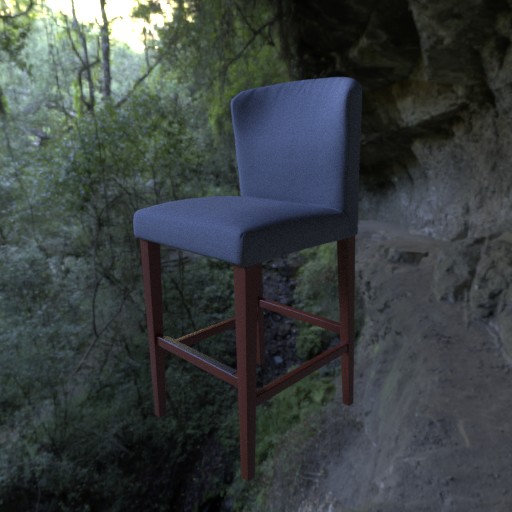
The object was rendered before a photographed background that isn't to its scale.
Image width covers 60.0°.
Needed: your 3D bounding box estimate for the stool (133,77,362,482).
[{"bbox_3d":[0.000,0.000,1.367,0.481,1.069,0.568,14,20,42],"label":"stool"}]
